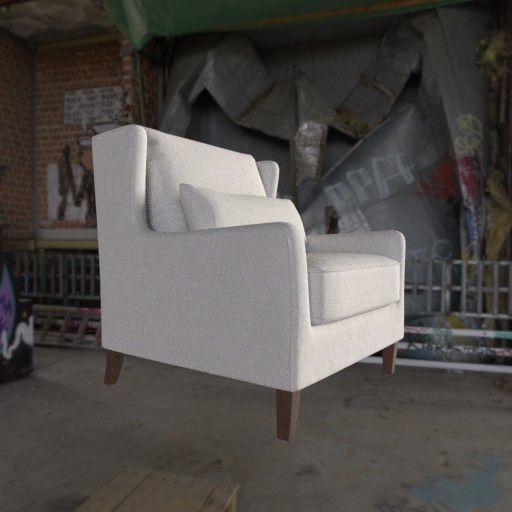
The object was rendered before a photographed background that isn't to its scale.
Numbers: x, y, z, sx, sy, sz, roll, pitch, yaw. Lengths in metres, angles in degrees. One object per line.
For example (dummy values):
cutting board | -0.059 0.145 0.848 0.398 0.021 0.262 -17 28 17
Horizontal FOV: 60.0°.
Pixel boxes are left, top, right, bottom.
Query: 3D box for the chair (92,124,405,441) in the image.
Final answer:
chair | 0.000 0.000 1.901 1.040 1.056 0.982 1 2 37
